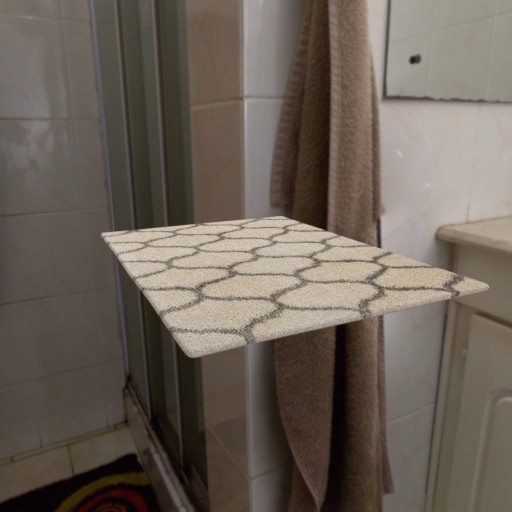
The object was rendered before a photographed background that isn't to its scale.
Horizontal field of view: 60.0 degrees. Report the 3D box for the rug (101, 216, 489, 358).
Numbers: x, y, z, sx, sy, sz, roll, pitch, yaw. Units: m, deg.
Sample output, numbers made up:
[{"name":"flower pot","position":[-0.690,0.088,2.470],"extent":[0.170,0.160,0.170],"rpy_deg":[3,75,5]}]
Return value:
[{"name":"rug","position":[0.000,0.000,2.114],"extent":[1.200,0.025,1.600],"rpy_deg":[-8,17,-25]}]
